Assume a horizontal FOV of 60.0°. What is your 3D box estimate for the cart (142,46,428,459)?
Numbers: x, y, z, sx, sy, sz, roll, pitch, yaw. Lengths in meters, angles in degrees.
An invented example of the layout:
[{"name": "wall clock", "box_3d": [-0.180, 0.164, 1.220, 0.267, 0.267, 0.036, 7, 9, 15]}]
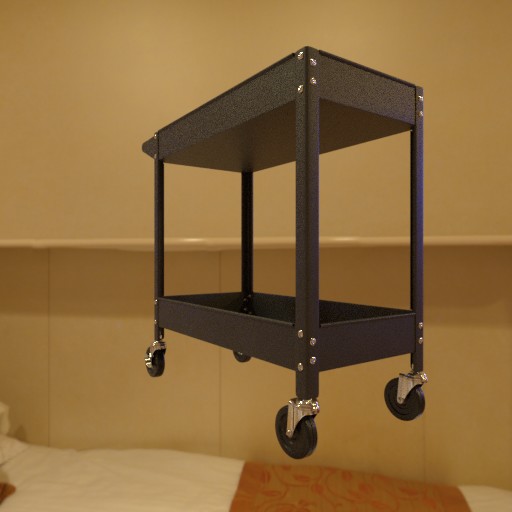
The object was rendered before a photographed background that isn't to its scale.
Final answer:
[{"name": "cart", "box_3d": [0.000, 0.000, 1.156, 0.366, 0.719, 0.779, 0, 0, -35]}]
